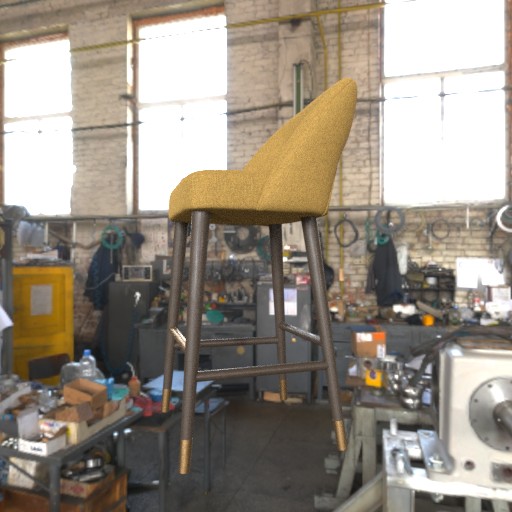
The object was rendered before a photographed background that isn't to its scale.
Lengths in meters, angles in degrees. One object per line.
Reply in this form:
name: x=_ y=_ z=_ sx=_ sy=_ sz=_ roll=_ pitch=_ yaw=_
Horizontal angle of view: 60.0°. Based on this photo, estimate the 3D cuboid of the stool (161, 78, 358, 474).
stool: x=0.000 y=0.000 z=1.339 sx=0.522 sy=1.032 sz=0.536 roll=0 pitch=0 yaw=-17
